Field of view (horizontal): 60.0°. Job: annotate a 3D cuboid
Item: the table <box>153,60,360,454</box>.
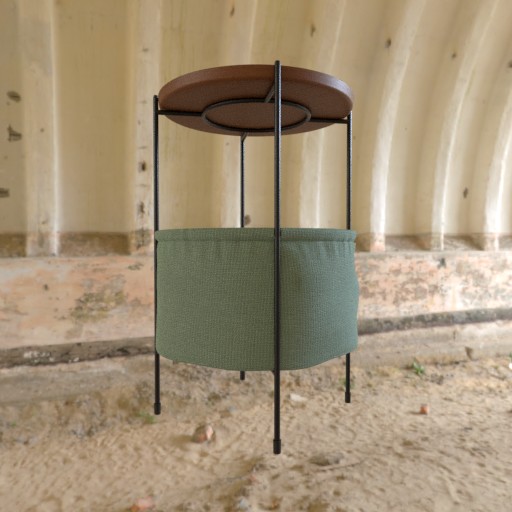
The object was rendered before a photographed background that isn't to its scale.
[{"bbox_3d":[0.000,0.000,0.899,0.400,0.623,0.400,1,2,35],"label":"table"}]
